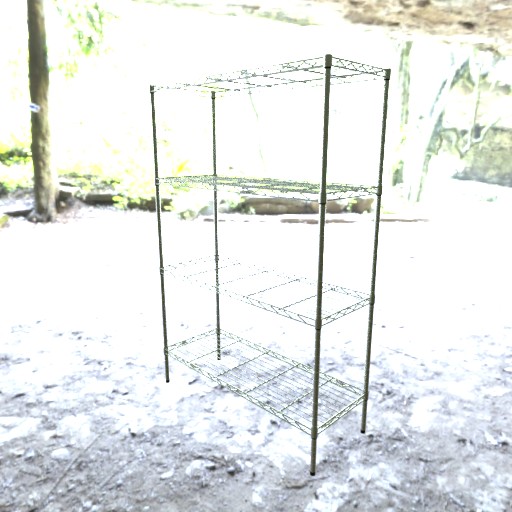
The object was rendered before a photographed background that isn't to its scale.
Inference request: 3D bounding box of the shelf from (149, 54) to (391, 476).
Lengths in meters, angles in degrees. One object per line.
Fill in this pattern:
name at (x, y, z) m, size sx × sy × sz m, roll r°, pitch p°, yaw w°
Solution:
shelf at (0.000, 0.000, 1.799) m, size 0.907 × 1.360 × 0.352 m, roll 14°, pitch 19°, yaw 43°
